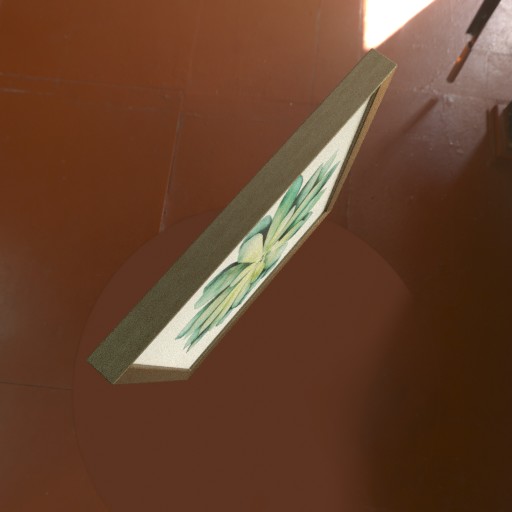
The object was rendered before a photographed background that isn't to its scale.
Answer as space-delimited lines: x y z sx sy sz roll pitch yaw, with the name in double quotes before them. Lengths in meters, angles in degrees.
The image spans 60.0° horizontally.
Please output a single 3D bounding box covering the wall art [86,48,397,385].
"wall art" 0.000 0.000 0.751 0.040 0.506 0.503 39 78 10
